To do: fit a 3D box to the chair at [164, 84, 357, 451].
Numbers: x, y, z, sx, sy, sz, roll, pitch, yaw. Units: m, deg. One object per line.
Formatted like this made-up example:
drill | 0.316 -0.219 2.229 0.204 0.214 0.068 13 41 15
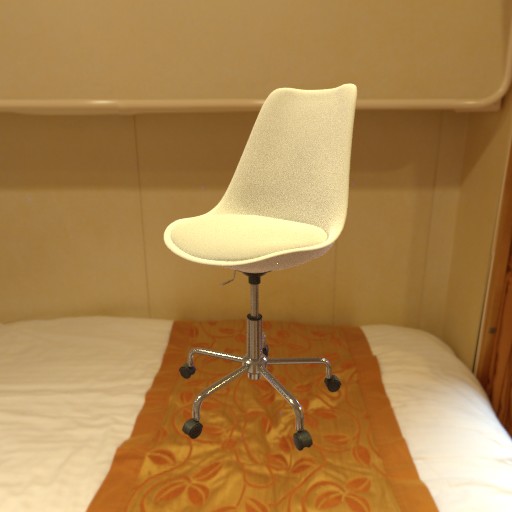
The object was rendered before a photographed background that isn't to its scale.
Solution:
chair | 0.000 0.000 1.263 0.550 0.930 0.550 16 23 42
